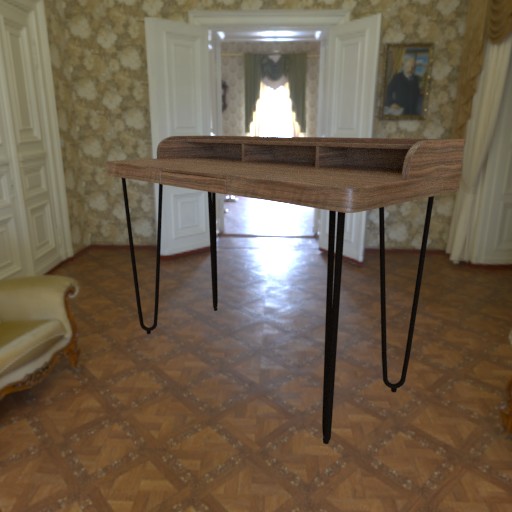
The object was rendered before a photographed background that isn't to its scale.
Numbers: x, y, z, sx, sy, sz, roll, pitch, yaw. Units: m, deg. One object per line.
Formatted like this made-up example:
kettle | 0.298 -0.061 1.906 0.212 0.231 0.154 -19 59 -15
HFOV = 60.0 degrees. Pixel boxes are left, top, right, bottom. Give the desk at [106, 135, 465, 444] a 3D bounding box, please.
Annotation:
desk | 0.000 0.000 1.656 0.565 0.854 1.200 -15 21 -42
